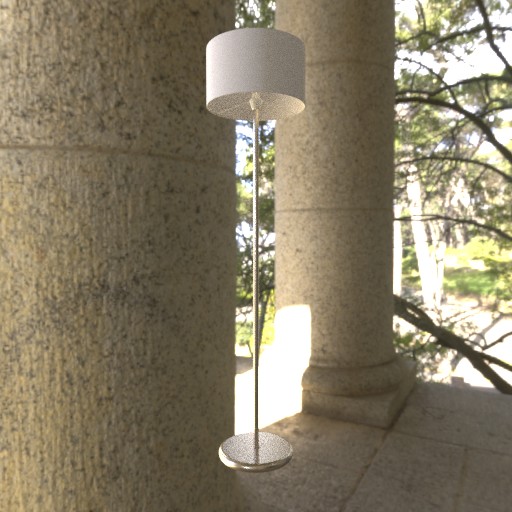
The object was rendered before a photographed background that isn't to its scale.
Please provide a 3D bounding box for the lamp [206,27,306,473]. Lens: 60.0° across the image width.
[{"bbox_3d":[0.000,0.000,1.587,0.347,1.443,0.347,0,2,-1],"label":"lamp"}]
